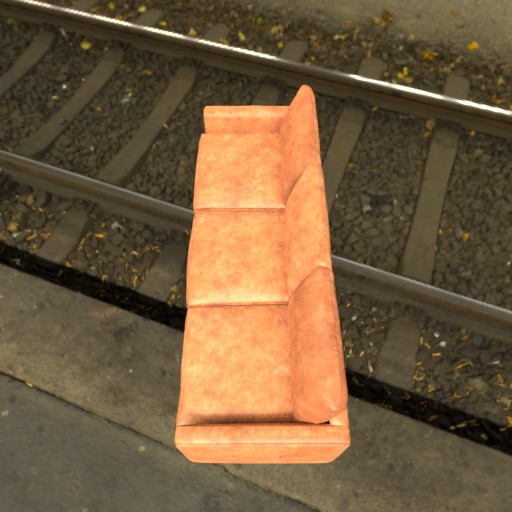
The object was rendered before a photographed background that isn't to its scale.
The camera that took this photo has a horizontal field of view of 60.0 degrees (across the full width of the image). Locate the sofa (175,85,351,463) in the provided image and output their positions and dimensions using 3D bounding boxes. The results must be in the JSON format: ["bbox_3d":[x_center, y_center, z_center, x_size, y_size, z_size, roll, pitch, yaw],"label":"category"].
[{"bbox_3d":[0.000,0.000,2.424,0.748,0.863,2.029,0,58,0],"label":"sofa"}]
